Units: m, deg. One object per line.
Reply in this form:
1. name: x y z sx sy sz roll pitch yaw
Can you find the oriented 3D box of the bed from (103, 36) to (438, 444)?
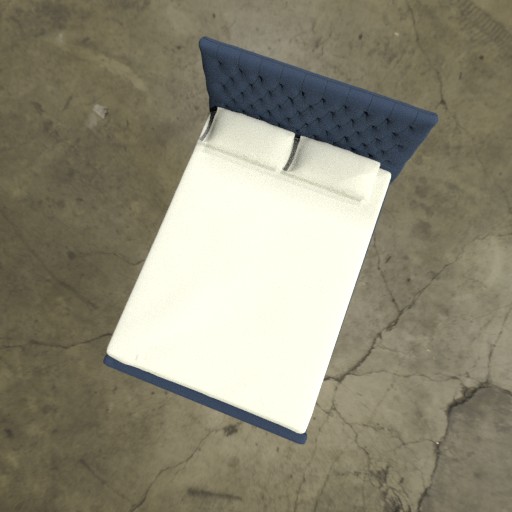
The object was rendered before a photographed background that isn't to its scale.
1. bed: 0.000 0.000 3.404 1.706 1.427 2.387 20 78 5
